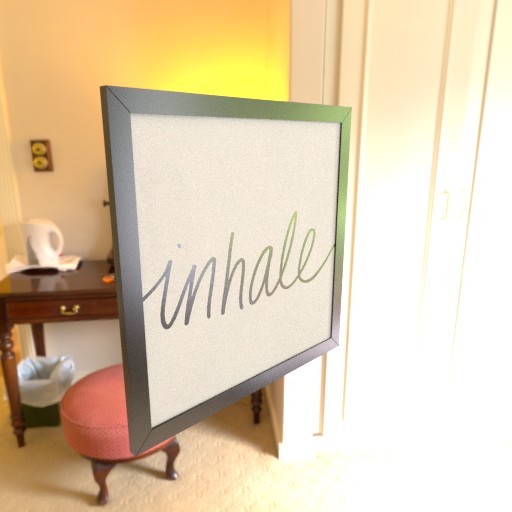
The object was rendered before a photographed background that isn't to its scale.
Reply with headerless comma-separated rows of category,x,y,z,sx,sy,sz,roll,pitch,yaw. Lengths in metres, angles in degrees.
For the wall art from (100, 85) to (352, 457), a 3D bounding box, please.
wall art,0.000,0.000,0.664,0.446,0.445,0.014,-14,20,-43
